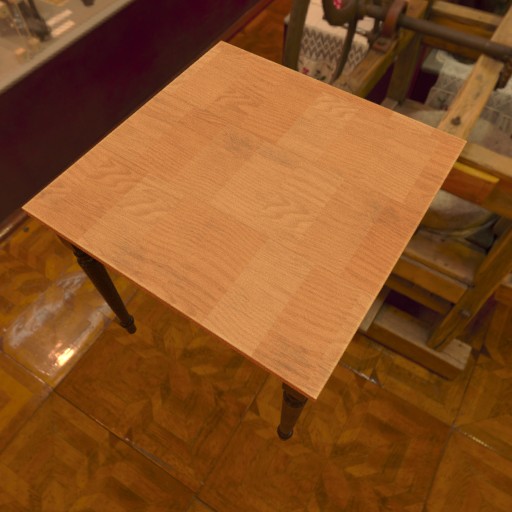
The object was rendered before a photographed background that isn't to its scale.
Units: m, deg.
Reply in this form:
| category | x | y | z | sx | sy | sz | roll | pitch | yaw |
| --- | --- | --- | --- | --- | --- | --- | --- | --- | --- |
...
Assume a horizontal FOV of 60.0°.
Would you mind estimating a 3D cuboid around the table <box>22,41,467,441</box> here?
| category | x | y | z | sx | sy | sz | roll | pitch | yaw |
| --- | --- | --- | --- | --- | --- | --- | --- | --- | --- |
| table | 0.000 | 0.000 | 1.345 | 0.747 | 0.738 | 0.747 | 30 | 63 | 17 |
